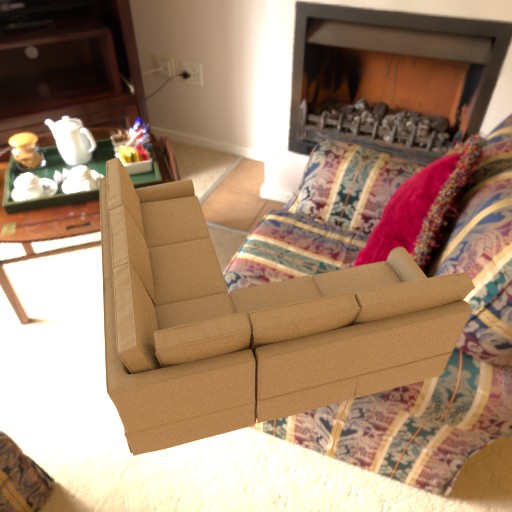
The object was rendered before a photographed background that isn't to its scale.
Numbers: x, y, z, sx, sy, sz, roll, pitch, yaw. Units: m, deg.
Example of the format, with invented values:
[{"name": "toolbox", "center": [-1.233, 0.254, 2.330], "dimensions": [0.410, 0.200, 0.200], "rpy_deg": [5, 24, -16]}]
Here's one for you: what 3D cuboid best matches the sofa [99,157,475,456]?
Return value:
[{"name": "sofa", "center": [0.000, 0.000, 4.235], "dimensions": [2.730, 1.124, 2.733], "rpy_deg": [-10, 43, -12]}]
